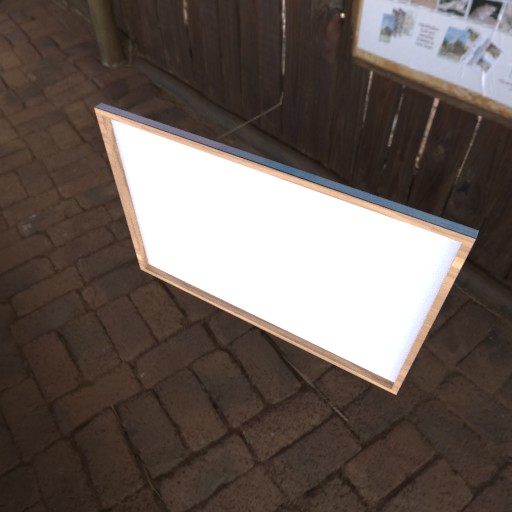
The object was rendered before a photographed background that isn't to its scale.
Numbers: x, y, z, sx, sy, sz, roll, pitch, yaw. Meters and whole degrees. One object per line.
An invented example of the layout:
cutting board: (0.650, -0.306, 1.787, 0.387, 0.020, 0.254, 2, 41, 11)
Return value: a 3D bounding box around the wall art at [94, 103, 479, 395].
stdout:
wall art: (0.000, 0.000, 1.454, 1.137, 0.756, 0.034, 23, 51, 20)
